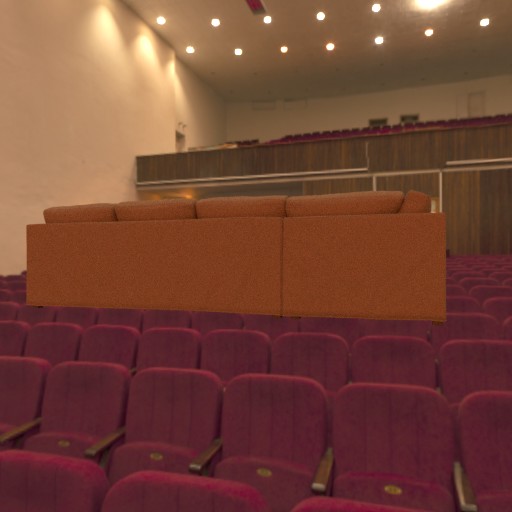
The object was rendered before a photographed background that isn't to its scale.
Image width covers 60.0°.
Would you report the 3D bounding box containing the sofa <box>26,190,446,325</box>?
[{"bbox_3d":[0.000,0.000,4.275,3.182,0.871,2.432,0,0,18],"label":"sofa"}]
